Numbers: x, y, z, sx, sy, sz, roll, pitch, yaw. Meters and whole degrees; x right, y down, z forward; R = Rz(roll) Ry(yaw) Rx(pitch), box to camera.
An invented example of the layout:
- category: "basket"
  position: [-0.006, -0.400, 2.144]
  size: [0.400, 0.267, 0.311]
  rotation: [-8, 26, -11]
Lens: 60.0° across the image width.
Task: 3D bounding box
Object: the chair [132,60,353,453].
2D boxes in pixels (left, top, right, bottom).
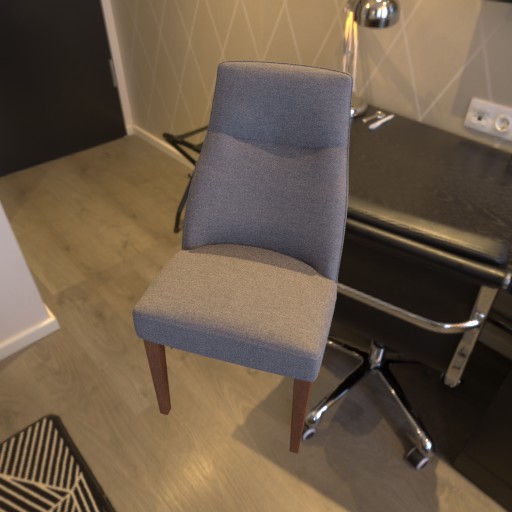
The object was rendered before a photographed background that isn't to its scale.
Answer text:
- category: "chair"
  position: [0.000, 0.000, 1.297]
  size: [0.500, 0.930, 0.620]
  rotation: [11, 41, 13]
